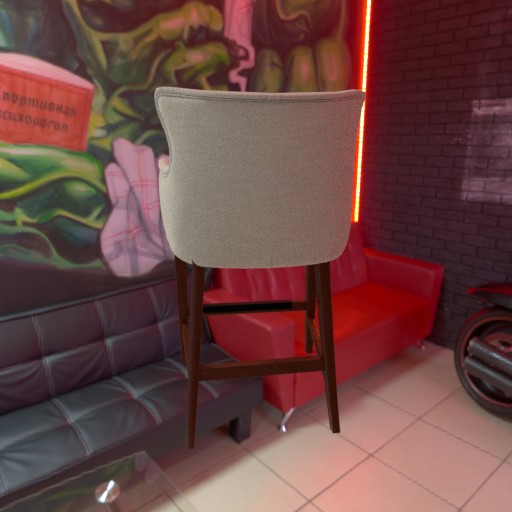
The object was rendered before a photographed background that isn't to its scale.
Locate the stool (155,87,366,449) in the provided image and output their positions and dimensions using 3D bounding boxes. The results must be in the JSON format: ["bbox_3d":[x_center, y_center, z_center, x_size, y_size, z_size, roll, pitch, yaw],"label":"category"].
[{"bbox_3d":[0.000,0.000,1.427,0.615,0.987,0.637,-2,15,-8],"label":"stool"}]
